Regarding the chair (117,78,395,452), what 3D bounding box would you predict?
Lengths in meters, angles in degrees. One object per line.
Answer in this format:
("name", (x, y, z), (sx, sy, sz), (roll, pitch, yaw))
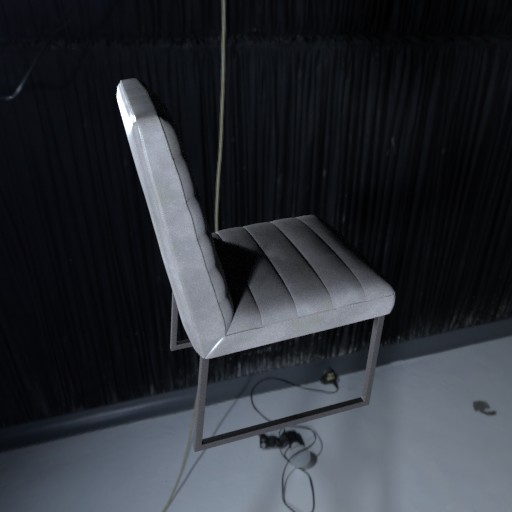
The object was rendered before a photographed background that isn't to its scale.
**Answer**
("chair", (0.000, 0.000, 1.277), (0.634, 0.930, 0.520), (-9, 31, -16))
